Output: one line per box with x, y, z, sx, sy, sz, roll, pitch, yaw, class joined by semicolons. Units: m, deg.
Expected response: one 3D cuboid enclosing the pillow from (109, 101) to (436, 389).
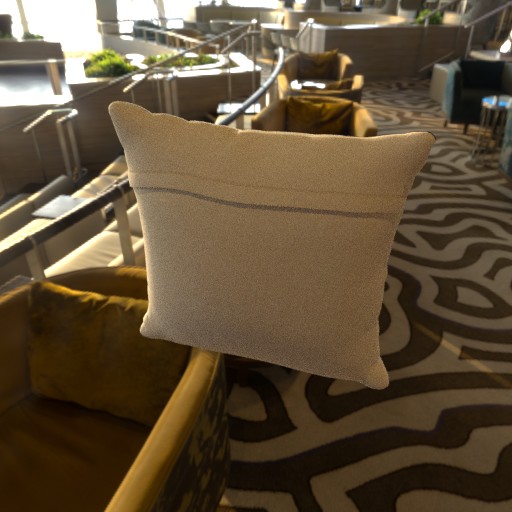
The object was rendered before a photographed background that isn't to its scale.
0.000;0.000;0.796;0.536;0.506;0.229;9;33;14;pillow
